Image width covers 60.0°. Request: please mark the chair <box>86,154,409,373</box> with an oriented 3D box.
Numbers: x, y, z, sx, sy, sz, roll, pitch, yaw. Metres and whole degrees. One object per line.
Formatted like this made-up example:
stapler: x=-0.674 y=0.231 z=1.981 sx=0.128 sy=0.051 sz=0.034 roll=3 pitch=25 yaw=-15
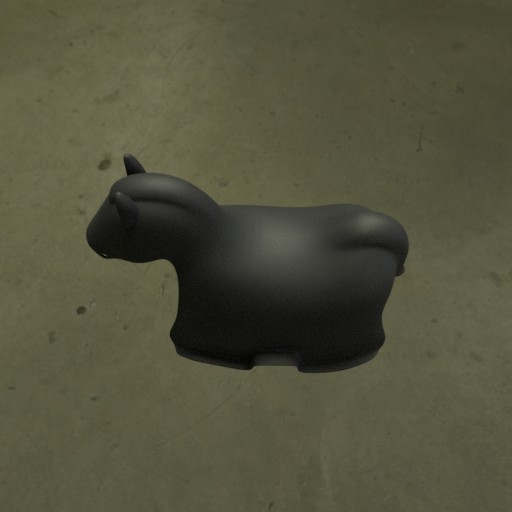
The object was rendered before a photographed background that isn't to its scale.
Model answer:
chair: x=0.000 y=0.000 z=1.140 sx=0.800 sy=0.612 sz=0.429 roll=0 pitch=58 yaw=0
